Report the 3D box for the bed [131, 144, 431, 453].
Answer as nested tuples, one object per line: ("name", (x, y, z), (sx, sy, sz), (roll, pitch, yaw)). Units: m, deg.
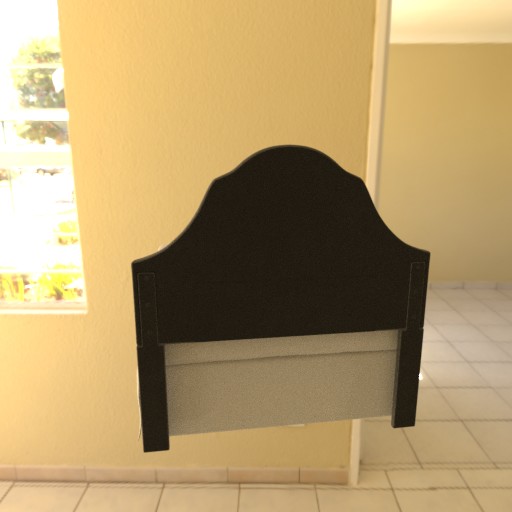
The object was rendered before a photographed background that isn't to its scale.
("bed", (0.000, 0.000, 3.295), (1.636, 1.575, 2.155), (-2, 13, -8))
